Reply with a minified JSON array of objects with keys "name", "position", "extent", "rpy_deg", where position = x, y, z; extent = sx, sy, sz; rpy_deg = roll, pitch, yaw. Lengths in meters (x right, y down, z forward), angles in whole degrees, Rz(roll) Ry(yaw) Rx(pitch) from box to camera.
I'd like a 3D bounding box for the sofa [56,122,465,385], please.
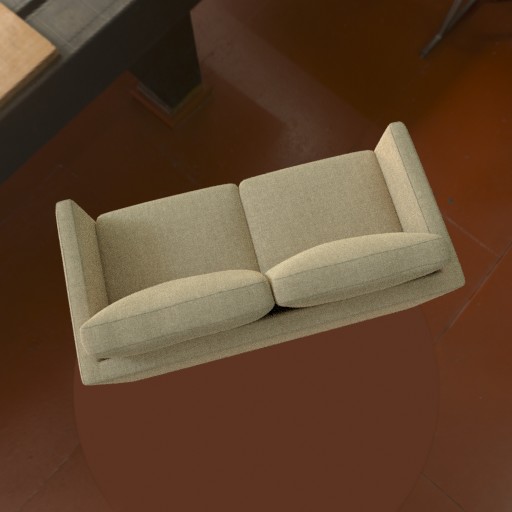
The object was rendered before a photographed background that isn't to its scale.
[{"name":"sofa","position":[0.000,0.000,2.437],"extent":[1.884,0.963,0.950],"rpy_deg":[-14,76,-4]}]
